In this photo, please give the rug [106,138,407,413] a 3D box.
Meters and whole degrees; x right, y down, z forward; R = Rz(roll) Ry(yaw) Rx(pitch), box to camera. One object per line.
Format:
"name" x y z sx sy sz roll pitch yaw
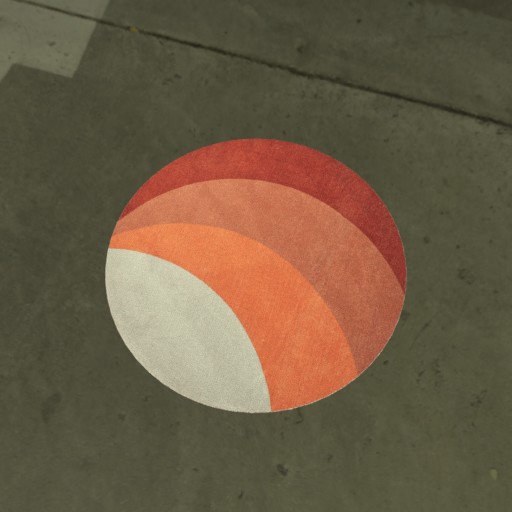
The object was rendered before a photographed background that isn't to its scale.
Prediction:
"rug" 0.000 0.000 2.253 1.514 0.015 1.514 0 64 0
